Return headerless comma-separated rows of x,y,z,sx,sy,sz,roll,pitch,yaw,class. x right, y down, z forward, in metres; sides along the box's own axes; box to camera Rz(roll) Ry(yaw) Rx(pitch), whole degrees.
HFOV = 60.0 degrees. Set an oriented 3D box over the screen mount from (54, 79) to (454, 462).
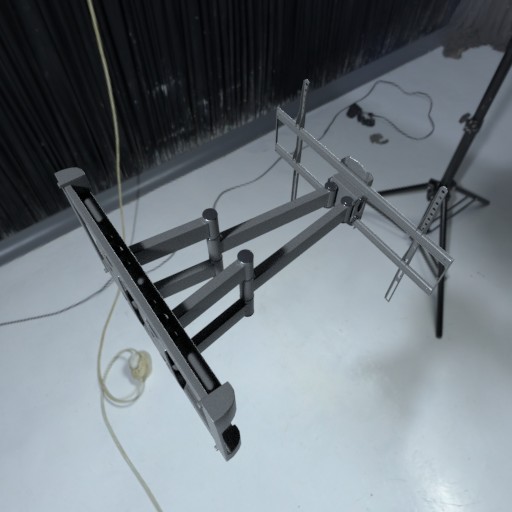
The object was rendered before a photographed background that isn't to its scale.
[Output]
0.000,0.000,1.111,0.644,0.491,0.661,-31,62,-19,screen mount
